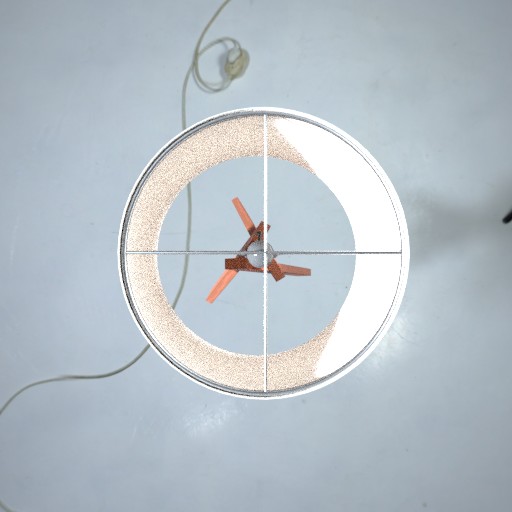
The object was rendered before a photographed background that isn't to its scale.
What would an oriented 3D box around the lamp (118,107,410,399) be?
[{"bbox_3d":[0.000,0.000,0.918,0.380,0.686,0.380,0,89,-2],"label":"lamp"}]
